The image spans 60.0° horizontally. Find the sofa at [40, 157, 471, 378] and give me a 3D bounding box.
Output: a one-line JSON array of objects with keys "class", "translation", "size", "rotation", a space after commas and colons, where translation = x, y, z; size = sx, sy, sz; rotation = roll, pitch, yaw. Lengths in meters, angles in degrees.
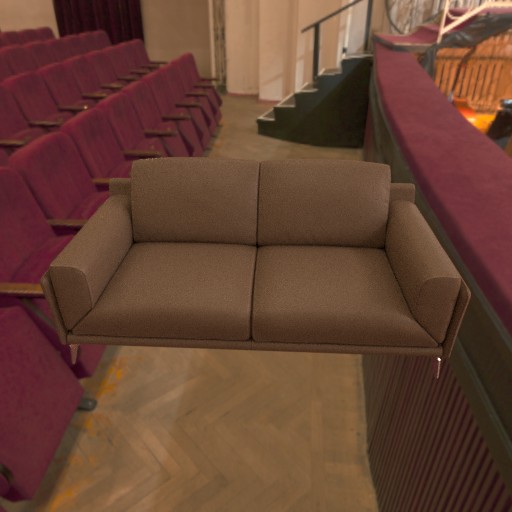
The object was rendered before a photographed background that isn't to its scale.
[{"class": "sofa", "translation": [0.000, 0.000, 2.625], "size": [2.101, 0.930, 1.049], "rotation": [2, 30, 3]}]
